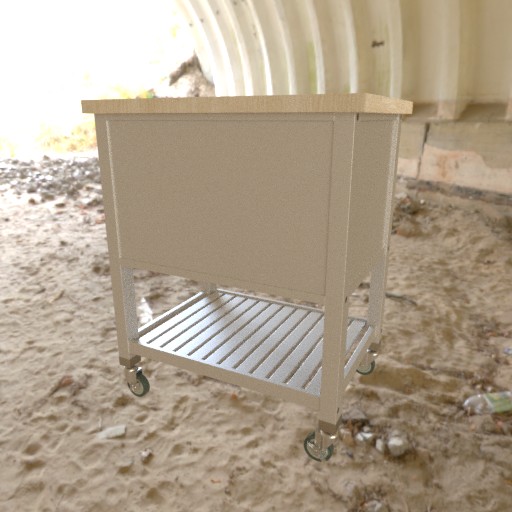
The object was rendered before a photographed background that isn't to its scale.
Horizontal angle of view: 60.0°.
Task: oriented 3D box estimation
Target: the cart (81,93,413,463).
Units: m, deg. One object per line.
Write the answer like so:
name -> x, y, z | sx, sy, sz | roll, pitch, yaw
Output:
cart -> 0.000, 0.000, 1.383 | 0.762, 0.914, 0.559 | 9, 19, 26
